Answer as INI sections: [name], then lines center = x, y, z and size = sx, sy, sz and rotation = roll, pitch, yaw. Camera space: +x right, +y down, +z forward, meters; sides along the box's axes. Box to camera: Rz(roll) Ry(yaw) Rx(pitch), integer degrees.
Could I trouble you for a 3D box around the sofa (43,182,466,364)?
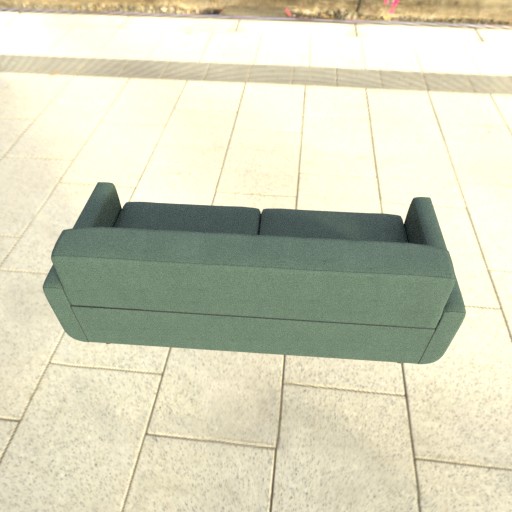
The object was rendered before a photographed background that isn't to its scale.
[sofa]
center = 0.000, 0.000, 2.515
size = 2.029, 0.841, 0.909
rotation = 3, 46, 3
